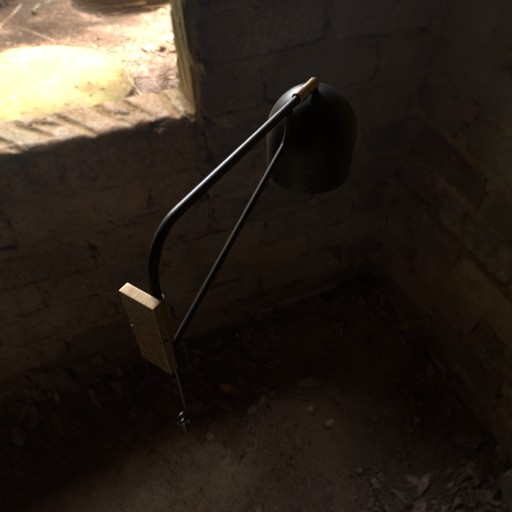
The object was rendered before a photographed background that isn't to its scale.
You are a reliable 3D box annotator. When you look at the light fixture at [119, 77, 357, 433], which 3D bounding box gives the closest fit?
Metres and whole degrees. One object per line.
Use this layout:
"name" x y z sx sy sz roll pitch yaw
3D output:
"light fixture" 0.000 0.000 1.074 0.215 0.696 0.720 24 51 21
